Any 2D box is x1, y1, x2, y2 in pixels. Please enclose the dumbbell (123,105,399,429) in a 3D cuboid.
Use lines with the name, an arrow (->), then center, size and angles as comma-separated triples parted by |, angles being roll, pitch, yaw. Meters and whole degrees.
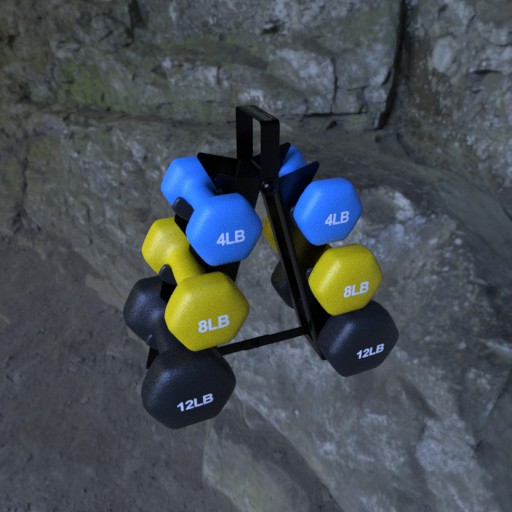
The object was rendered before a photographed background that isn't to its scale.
dumbbell -> 0.000, 0.000, 0.672 | 0.409, 0.426, 0.255 | -11, 33, -18
